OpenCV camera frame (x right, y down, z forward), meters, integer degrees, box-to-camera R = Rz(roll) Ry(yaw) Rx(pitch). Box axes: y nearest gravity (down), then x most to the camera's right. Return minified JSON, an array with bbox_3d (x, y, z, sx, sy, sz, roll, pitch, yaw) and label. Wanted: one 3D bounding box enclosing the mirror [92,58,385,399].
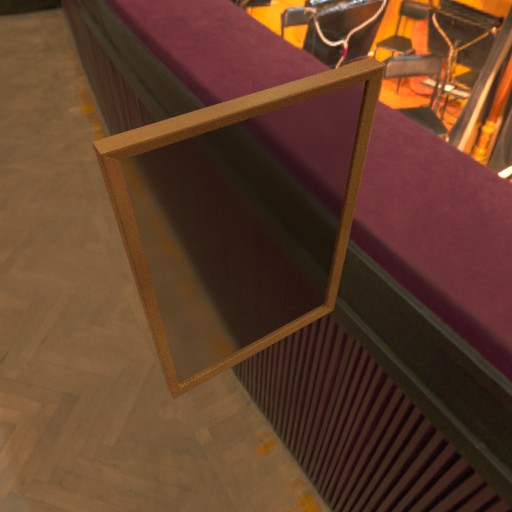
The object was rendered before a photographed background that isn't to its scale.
[{"bbox_3d":[0.000,0.000,0.941,0.507,0.710,0.039,-25,51,-22],"label":"mirror"}]
